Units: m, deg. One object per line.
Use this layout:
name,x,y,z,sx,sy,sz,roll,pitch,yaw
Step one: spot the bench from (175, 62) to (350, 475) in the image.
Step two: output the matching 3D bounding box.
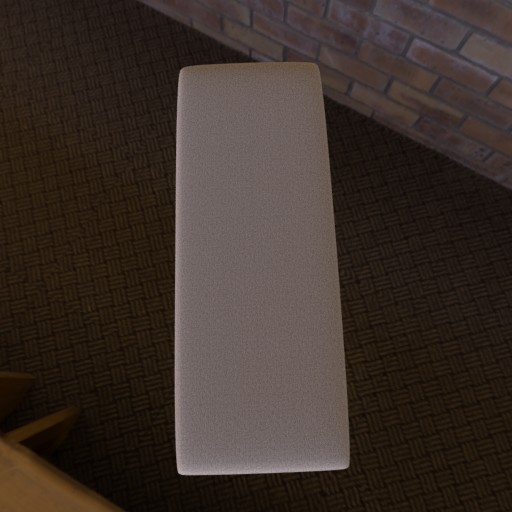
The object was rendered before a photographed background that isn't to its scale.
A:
bench,0.000,0.000,1.845,0.631,0.383,1.598,-2,77,0
